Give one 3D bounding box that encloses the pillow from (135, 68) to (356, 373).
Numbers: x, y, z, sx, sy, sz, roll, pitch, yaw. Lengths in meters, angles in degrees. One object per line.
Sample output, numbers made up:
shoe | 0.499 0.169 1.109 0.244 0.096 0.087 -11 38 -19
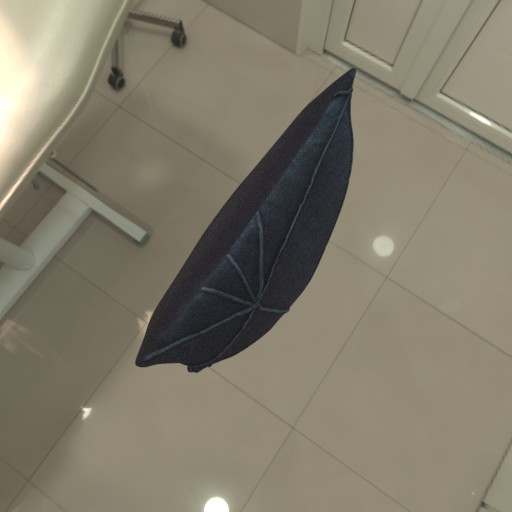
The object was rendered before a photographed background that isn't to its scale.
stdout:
pillow | 0.000 0.000 0.698 0.183 0.440 0.439 33 78 8
